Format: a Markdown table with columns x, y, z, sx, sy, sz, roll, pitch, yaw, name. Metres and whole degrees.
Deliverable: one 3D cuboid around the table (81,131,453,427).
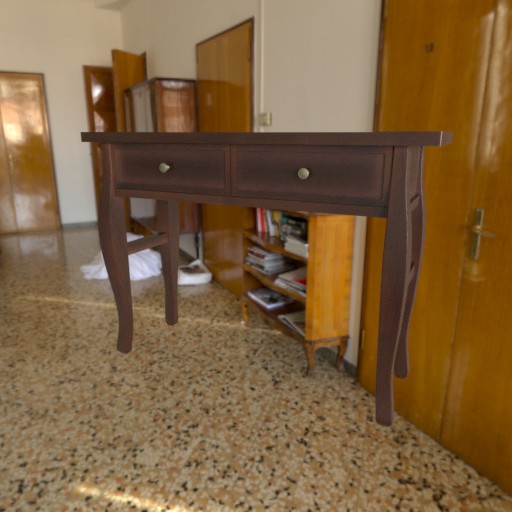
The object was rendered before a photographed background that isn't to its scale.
| x | y | z | sx | sy | sz | roll | pitch | yaw | name |
| --- | --- | --- | --- | --- | --- | --- | --- | --- | --- |
| 0.000 | 0.000 | 1.425 | 1.062 | 0.768 | 0.373 | 8 | 17 | 25 | table |
